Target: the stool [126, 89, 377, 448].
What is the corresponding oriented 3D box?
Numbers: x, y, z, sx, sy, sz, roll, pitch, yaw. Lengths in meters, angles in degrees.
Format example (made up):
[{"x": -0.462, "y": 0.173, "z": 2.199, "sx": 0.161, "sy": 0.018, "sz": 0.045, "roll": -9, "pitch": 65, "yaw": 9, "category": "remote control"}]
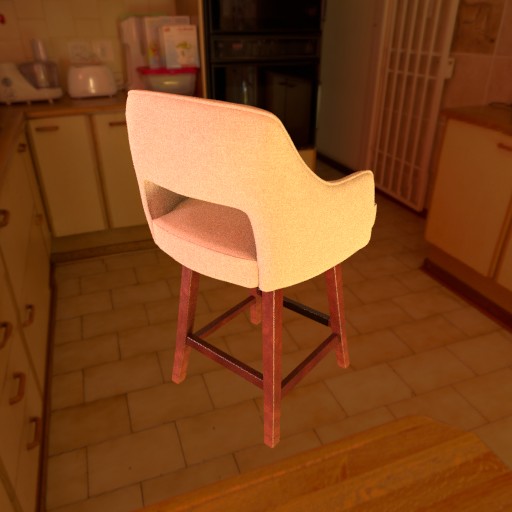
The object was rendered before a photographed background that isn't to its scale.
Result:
[{"x": 0.000, "y": 0.000, "z": 1.268, "sx": 0.550, "sy": 0.936, "sz": 0.560, "roll": 21, "pitch": 35, "yaw": 34, "category": "stool"}]
